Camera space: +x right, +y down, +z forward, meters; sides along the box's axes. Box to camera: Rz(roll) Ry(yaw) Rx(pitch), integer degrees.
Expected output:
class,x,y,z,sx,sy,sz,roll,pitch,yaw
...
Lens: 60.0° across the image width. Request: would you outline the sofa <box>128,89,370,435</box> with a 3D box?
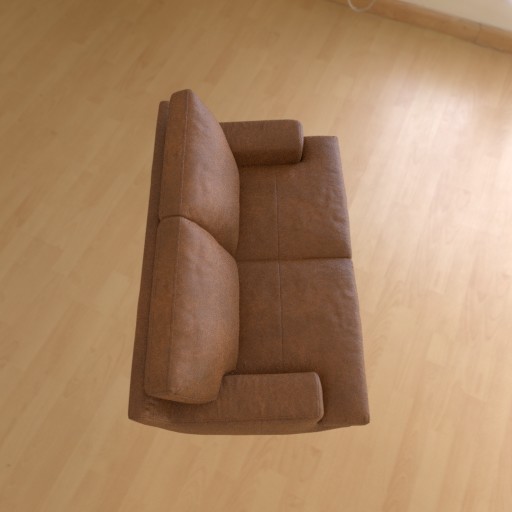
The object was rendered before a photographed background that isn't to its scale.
class,x,y,z,sx,sy,sz,roll,pitch,yaw
sofa,0.000,0.000,2.536,1.144,0.966,1.880,-1,65,0
